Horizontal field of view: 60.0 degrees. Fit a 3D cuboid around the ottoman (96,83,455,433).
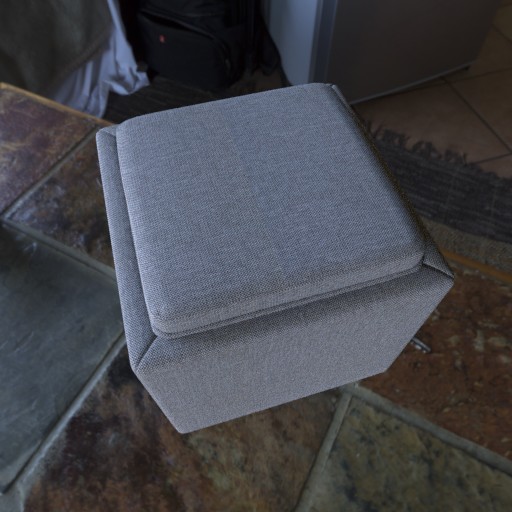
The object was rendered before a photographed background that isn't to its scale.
[{"bbox_3d":[0.000,0.000,0.825,0.450,0.460,0.450,-14,59,-9],"label":"ottoman"}]
